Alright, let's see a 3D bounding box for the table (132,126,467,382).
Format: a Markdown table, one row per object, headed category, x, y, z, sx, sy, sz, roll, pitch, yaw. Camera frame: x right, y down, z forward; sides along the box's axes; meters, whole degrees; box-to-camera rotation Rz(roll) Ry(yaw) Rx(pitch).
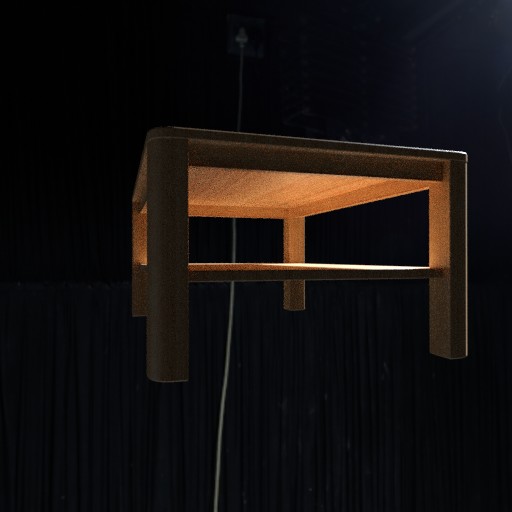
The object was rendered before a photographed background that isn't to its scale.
| category | x | y | z | sx | sy | sz | roll | pitch | yaw |
| --- | --- | --- | --- | --- | --- | --- | --- | --- | --- |
| table | 0.000 | 0.000 | 1.338 | 0.696 | 0.445 | 0.997 | 0 | 0 | -17 |
